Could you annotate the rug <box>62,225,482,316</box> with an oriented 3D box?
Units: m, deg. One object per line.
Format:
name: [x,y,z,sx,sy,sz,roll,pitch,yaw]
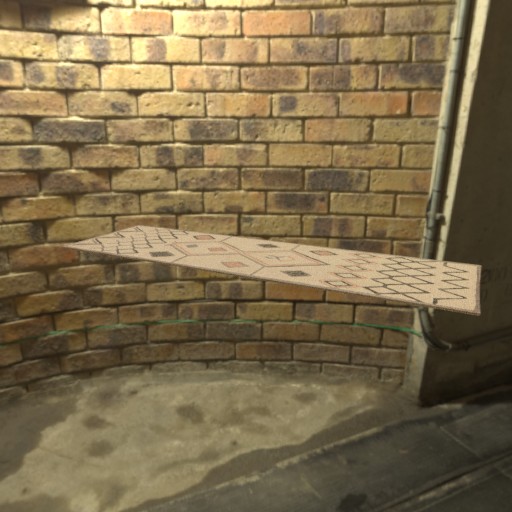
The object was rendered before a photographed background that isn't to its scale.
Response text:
rug: [0.000,0.000,2.663,2.435,0.011,0.750,8,18,25]
